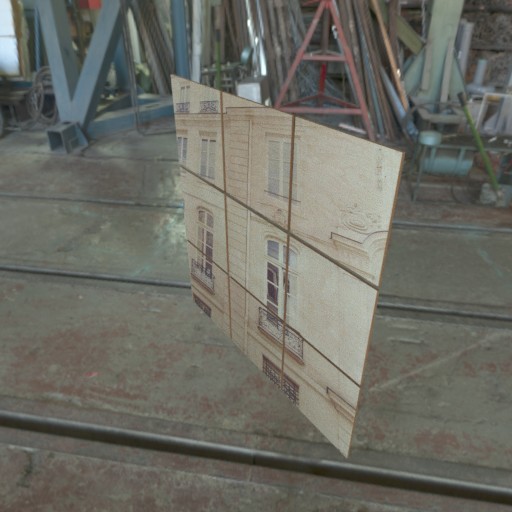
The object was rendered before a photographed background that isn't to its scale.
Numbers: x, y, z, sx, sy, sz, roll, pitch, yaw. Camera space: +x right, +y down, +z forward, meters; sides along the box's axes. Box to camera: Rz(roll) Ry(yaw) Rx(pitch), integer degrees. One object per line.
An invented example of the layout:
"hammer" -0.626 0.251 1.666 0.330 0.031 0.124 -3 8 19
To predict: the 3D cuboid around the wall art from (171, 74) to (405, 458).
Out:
"wall art" 0.000 0.000 2.258 0.023 1.522 1.526 -21 38 -30
